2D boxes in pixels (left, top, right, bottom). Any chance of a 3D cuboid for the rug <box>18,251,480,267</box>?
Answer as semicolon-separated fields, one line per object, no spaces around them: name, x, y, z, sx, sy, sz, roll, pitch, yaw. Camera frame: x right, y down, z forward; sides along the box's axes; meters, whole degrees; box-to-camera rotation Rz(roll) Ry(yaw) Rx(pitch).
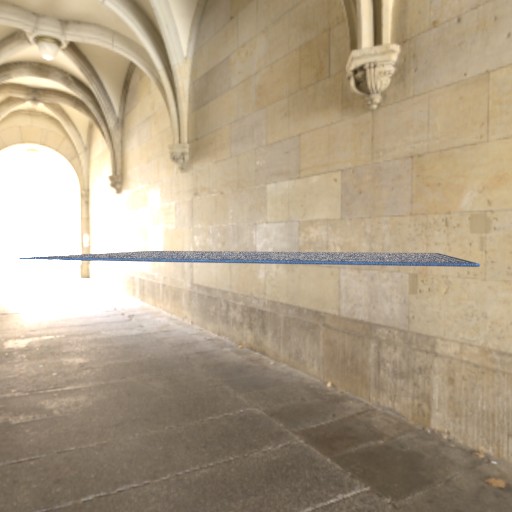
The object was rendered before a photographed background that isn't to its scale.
rug;0.000;0.000;2.965;2.441;0.015;1.526;1;2;16
